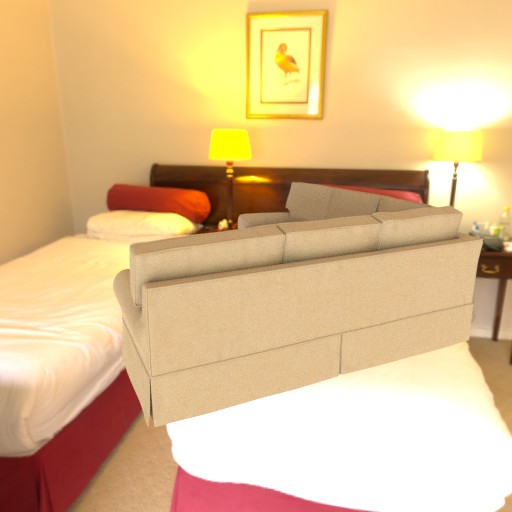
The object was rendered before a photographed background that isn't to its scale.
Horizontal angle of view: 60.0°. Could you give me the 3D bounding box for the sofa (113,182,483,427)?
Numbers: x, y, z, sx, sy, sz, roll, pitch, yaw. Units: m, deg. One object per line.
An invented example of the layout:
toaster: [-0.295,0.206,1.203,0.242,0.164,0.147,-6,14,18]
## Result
sofa: [0.000,0.000,4.196,2.733,1.124,2.730,-7,17,-24]
